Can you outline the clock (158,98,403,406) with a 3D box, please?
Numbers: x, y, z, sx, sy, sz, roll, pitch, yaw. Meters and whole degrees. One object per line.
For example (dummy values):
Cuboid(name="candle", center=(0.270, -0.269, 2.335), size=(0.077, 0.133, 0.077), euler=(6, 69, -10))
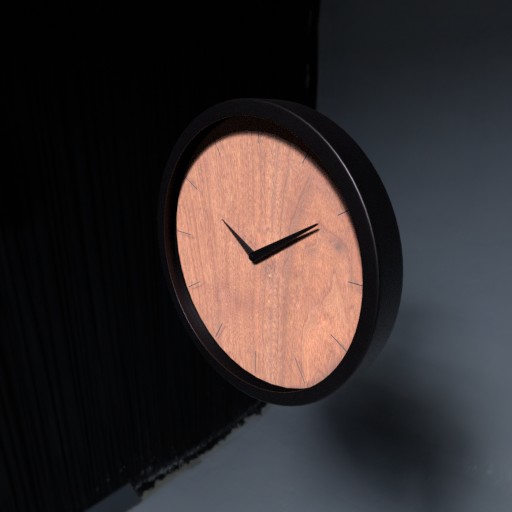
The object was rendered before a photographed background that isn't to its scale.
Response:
Cuboid(name="clock", center=(0.000, 0.000, 0.469), size=(0.040, 0.314, 0.314), euler=(-16, 23, -43))
